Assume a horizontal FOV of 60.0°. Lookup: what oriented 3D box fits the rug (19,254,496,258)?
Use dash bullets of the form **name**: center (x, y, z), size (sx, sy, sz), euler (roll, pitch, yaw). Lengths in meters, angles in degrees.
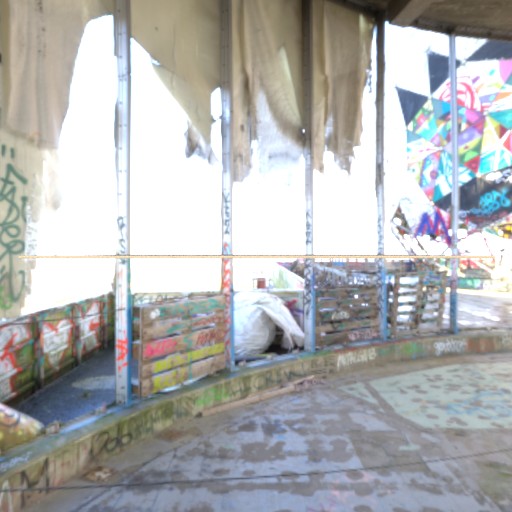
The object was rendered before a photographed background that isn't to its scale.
- **rug**: center (0.000, 0.000, 2.874), size (2.294, 0.014, 1.528), euler (0, 0, 0)
